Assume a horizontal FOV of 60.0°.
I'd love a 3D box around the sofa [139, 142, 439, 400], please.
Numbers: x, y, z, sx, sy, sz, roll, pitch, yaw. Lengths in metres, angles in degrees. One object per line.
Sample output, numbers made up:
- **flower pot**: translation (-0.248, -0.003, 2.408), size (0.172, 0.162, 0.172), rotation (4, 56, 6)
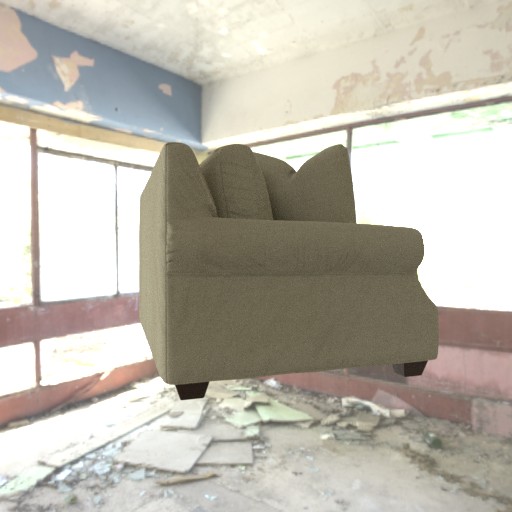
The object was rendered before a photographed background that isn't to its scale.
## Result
- **sofa**: translation (0.000, 0.000, 2.211), size (1.070, 0.905, 1.550), rotation (0, 1, -18)
